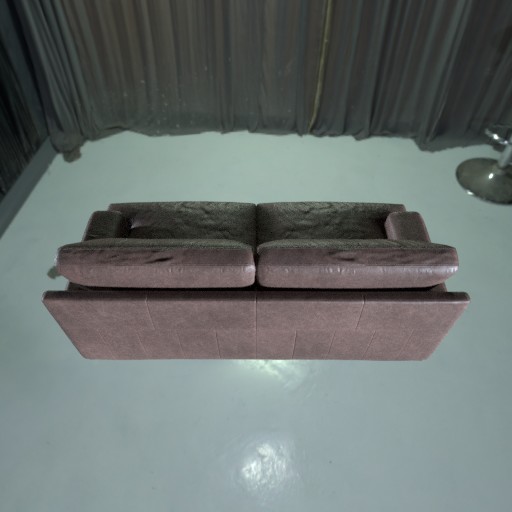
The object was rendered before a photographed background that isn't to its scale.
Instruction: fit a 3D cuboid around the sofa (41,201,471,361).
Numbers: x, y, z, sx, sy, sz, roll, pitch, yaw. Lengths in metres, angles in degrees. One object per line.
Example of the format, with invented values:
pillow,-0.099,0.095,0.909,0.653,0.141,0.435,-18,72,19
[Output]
sofa,0.000,0.000,2.821,2.261,0.941,1.143,0,48,0
